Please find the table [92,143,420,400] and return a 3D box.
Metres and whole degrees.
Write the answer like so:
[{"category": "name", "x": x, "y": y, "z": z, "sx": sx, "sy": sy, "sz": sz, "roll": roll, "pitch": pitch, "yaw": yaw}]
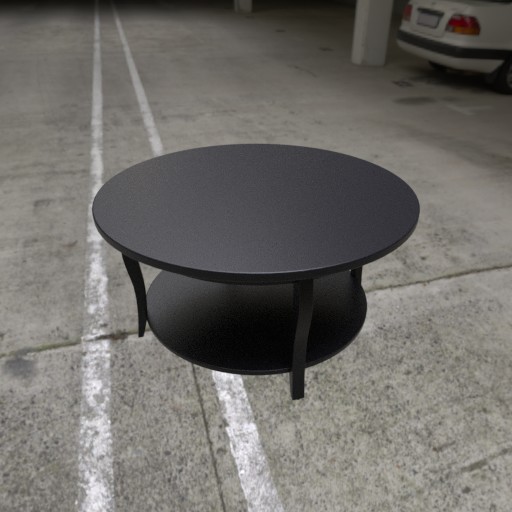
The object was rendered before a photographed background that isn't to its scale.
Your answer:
[{"category": "table", "x": 0.000, "y": 0.000, "z": 1.411, "sx": 0.914, "sy": 0.457, "sz": 0.914, "roll": 0, "pitch": 31, "yaw": 0}]
